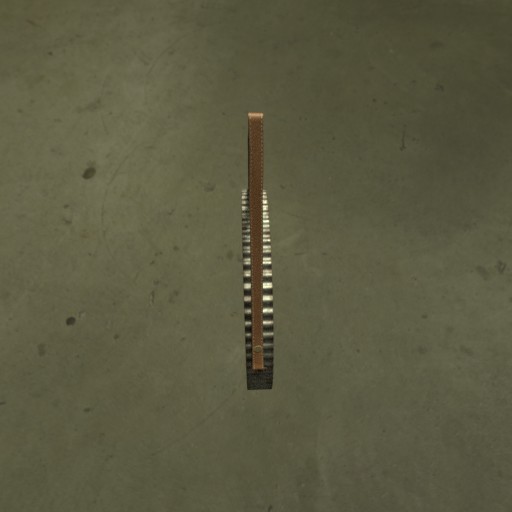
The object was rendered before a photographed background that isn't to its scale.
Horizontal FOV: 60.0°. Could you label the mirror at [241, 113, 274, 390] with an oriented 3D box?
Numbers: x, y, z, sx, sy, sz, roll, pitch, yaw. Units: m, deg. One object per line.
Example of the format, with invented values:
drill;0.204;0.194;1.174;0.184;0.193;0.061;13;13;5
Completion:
mirror;0.000;0.000;0.714;0.042;0.568;0.355;-2;58;-1
